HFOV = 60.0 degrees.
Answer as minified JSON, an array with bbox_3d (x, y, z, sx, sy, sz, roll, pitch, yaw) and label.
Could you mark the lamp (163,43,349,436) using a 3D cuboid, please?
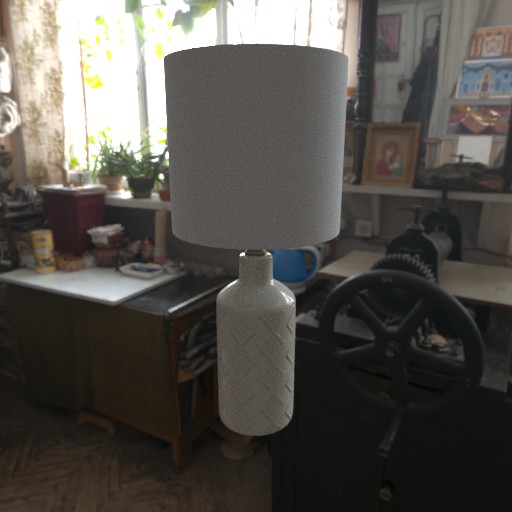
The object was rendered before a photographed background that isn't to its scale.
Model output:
[{"bbox_3d":[0.000,0.000,0.566,0.207,0.461,0.207,-3,16,-9],"label":"lamp"}]
